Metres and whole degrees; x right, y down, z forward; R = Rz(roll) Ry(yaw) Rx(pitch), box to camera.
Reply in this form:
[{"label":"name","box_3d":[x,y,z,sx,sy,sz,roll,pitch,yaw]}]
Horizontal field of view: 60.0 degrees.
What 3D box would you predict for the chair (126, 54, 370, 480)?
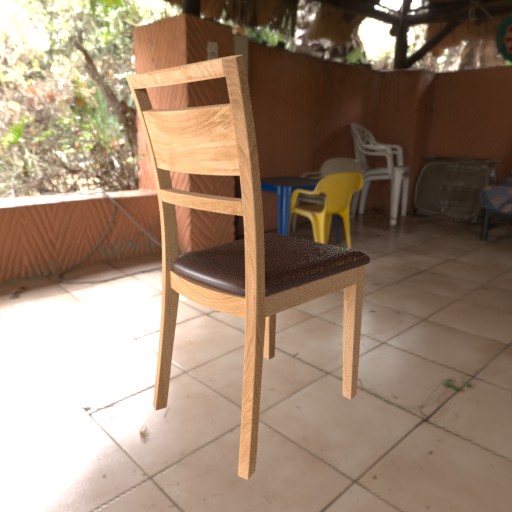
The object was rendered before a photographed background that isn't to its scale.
[{"label":"chair","box_3d":[0.000,0.000,1.234,0.545,0.940,0.420,-15,21,-42]}]
